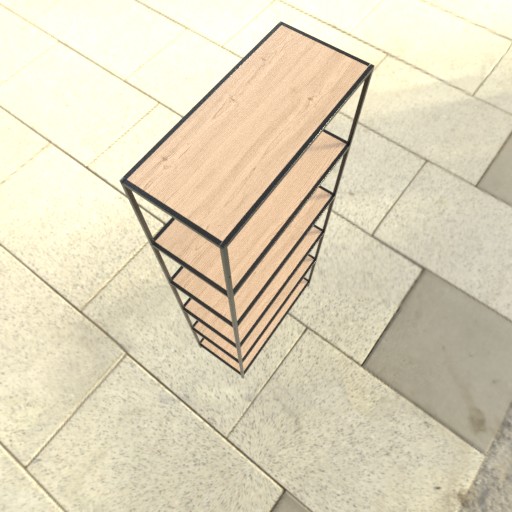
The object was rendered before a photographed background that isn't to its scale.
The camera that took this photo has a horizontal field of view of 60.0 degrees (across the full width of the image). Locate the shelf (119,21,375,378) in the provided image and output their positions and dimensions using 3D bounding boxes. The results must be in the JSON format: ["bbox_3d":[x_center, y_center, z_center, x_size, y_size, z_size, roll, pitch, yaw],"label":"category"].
[{"bbox_3d":[0.000,0.000,2.110,0.350,1.850,0.770,33,69,14],"label":"shelf"}]
